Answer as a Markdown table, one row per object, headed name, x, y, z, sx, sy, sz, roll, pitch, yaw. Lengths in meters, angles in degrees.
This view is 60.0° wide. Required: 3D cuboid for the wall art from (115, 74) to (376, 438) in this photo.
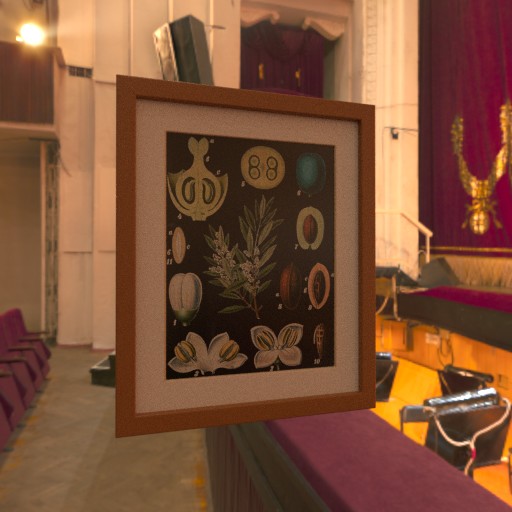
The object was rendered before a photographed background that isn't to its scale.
| name | x | y | z | sx | sy | sz | roll | pitch | yaw |
| --- | --- | --- | --- | --- | --- | --- | --- | --- | --- |
| wall art | 0.000 | 0.000 | 0.513 | 0.310 | 0.379 | 0.015 | 0 | 0 | -18 |
